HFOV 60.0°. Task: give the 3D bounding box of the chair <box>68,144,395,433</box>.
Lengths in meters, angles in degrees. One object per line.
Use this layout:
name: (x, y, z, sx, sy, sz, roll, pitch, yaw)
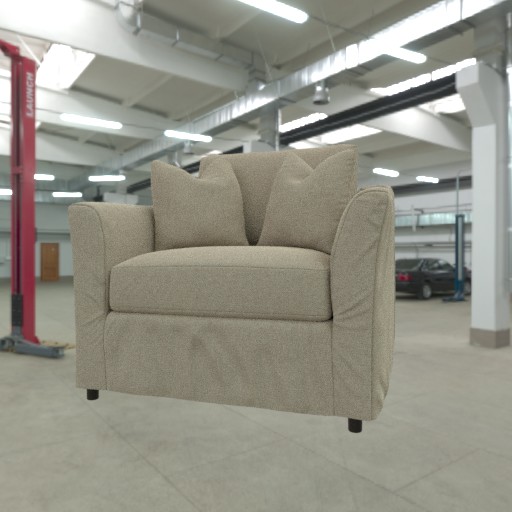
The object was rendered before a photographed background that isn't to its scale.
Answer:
chair: (0.000, 0.000, 2.006, 1.194, 1.093, 1.071, 0, 0, 18)
